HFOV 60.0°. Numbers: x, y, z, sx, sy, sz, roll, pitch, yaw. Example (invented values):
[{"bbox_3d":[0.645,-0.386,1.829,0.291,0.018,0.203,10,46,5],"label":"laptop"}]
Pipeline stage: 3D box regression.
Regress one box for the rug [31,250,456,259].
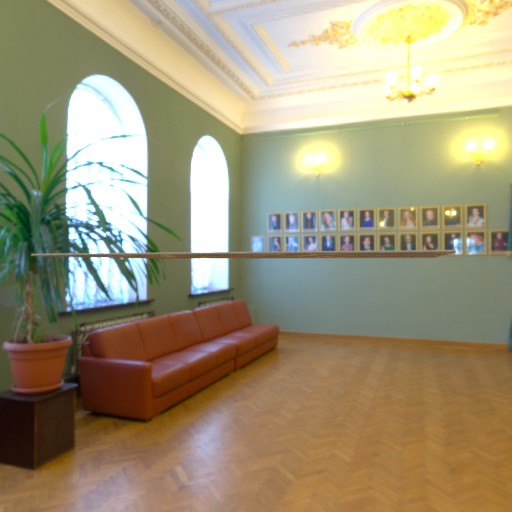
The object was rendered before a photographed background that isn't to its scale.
[{"bbox_3d":[0.000,0.000,2.947,2.294,0.014,1.528,0,-1,19],"label":"rug"}]
